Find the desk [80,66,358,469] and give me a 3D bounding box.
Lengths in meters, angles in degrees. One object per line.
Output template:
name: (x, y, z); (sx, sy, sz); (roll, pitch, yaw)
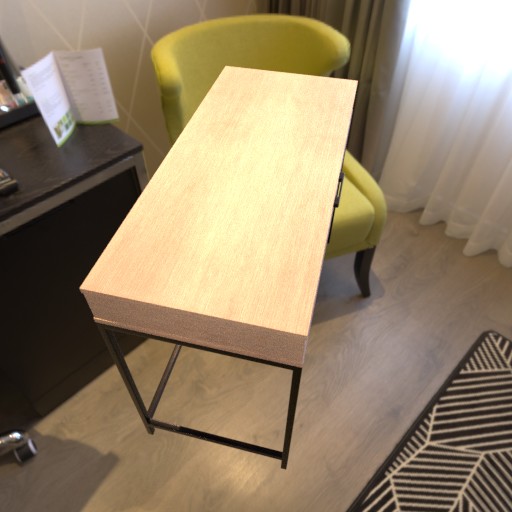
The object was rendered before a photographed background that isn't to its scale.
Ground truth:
desk: (0.000, 0.000, 1.454); (0.470, 0.762, 1.016); (10, 48, 9)
